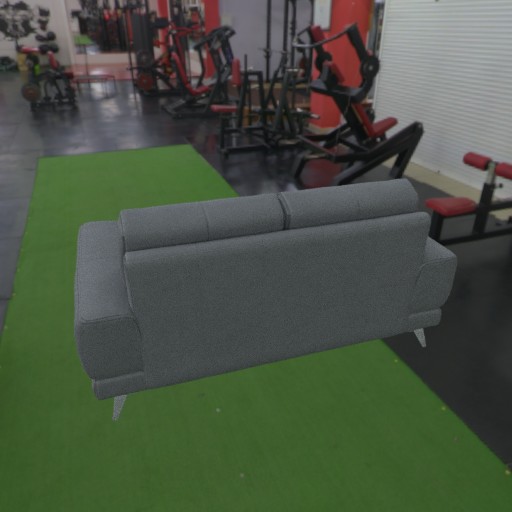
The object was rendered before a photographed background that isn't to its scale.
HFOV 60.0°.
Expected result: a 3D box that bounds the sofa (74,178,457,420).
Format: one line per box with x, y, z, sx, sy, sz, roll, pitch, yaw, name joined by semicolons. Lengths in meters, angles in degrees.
0.000;0.000;2.363;1.806;0.907;1.018;-9;29;-16;sofa
